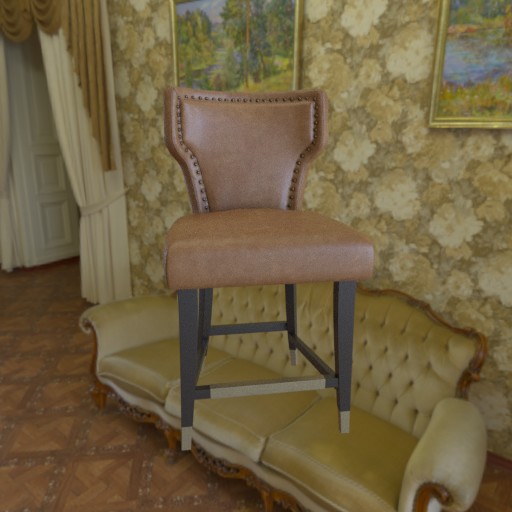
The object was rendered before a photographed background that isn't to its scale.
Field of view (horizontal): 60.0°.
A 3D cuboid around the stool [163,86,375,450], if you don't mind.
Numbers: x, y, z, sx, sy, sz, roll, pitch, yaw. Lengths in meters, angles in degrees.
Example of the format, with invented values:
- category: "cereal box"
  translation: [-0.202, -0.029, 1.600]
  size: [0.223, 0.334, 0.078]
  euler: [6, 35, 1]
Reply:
- category: "stool"
  translation: [0.000, 0.000, 1.337]
  size: [0.526, 0.982, 0.563]
  euler: [-2, 16, -9]
